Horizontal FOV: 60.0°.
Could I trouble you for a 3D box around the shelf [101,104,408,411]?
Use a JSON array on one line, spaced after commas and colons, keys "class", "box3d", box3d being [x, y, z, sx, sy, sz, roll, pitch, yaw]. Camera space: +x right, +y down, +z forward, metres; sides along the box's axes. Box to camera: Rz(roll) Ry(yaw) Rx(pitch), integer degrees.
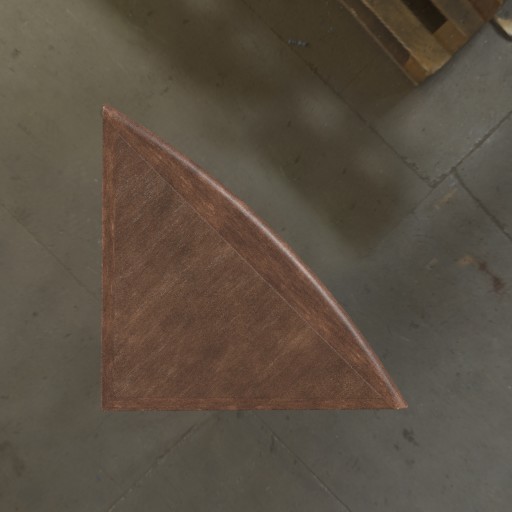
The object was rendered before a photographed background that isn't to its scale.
[{"class": "shelf", "box3d": [0.000, 0.000, 0.467, 0.310, 0.050, 0.310, 0, 90, 0]}]
